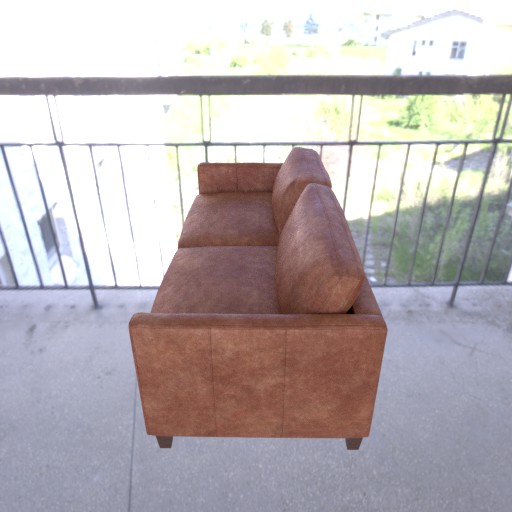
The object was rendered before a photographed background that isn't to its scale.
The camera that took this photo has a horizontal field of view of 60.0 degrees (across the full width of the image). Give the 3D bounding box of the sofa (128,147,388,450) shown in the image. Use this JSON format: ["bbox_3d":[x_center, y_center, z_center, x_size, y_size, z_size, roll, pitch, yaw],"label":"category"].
[{"bbox_3d":[0.000,0.000,2.464,0.923,0.863,1.971,0,28,1],"label":"sofa"}]
